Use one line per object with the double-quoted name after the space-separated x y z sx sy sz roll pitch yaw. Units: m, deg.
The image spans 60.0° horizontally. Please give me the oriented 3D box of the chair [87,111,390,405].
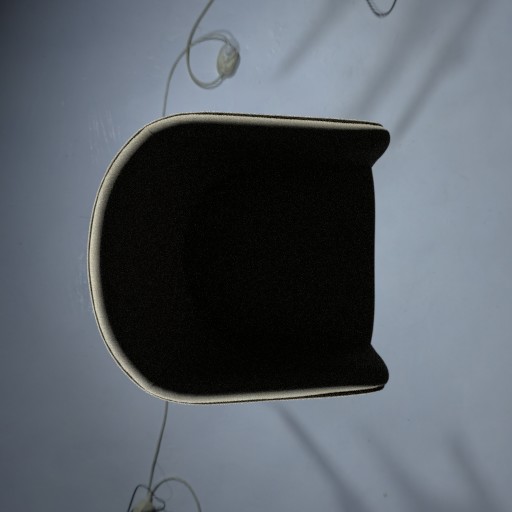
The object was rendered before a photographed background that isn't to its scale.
0.000 0.000 1.171 0.616 0.775 0.584 0 91 0 "chair"
